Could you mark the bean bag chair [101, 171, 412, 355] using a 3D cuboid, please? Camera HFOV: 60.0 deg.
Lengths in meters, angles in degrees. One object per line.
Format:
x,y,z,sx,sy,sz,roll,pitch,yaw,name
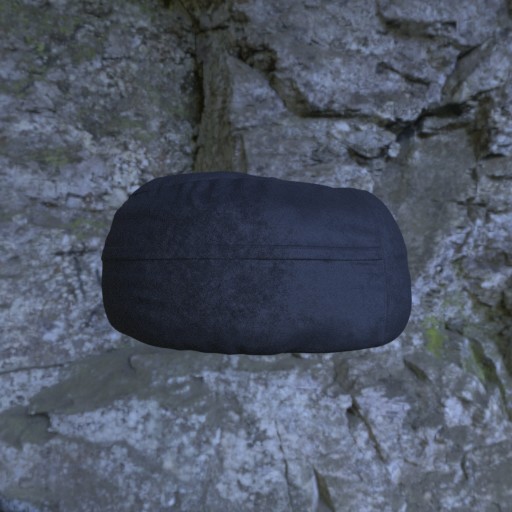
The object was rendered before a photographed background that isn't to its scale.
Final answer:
0.000,0.000,2.304,1.525,0.751,1.525,0,1,0,bean bag chair
